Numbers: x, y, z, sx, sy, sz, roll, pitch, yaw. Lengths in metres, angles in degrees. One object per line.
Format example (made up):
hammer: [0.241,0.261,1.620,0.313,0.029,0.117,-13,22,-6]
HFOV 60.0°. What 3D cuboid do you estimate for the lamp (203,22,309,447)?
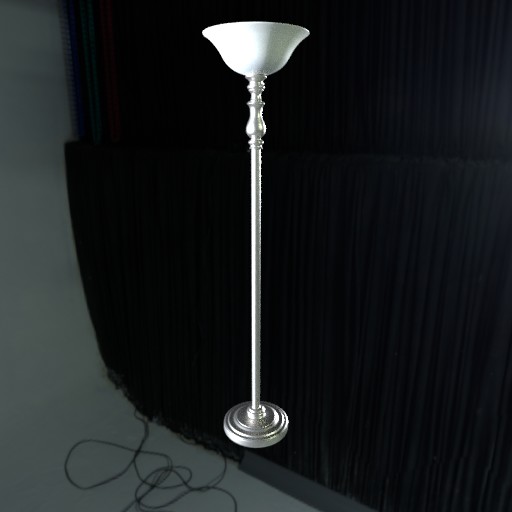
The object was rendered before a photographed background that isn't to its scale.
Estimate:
lamp: [0.000,0.000,1.944,0.405,1.771,0.405,9,18,27]
